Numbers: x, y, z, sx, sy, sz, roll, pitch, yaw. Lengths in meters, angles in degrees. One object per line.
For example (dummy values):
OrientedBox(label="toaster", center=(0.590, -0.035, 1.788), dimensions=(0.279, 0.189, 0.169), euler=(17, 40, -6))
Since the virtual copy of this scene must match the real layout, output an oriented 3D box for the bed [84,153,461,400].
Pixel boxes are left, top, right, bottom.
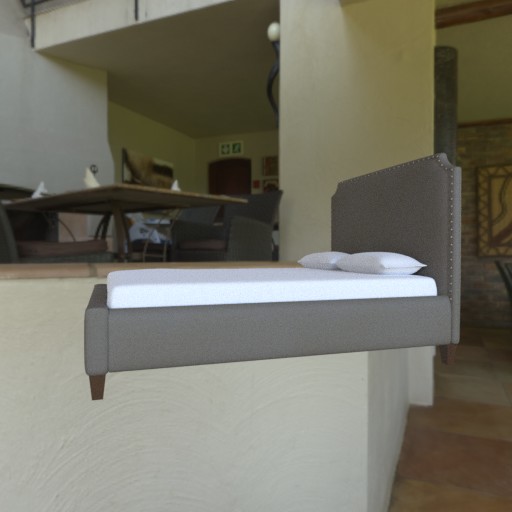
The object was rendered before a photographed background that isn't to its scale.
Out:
OrientedBox(label="bed", center=(0.000, 0.000, 3.378), dimensions=(2.372, 1.443, 1.712), euler=(0, 1, -19))
